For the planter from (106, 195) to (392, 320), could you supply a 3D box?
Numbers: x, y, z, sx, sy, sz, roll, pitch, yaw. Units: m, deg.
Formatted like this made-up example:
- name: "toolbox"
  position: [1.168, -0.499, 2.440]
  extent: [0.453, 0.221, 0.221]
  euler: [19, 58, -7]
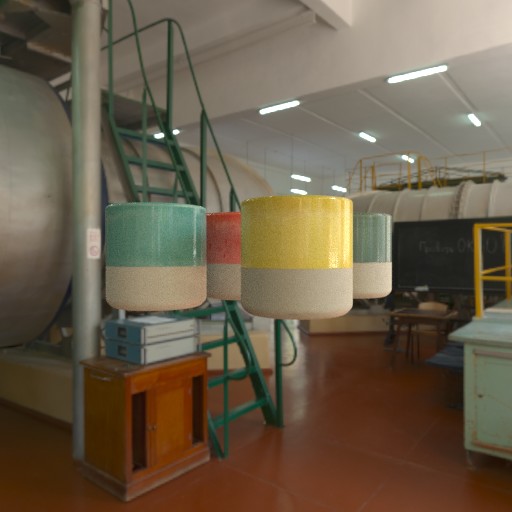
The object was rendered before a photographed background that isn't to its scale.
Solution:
- name: "planter"
  position: [0.000, 0.000, 0.402]
  extent: [0.257, 0.075, 0.286]
  euler: [0, 1, -18]
